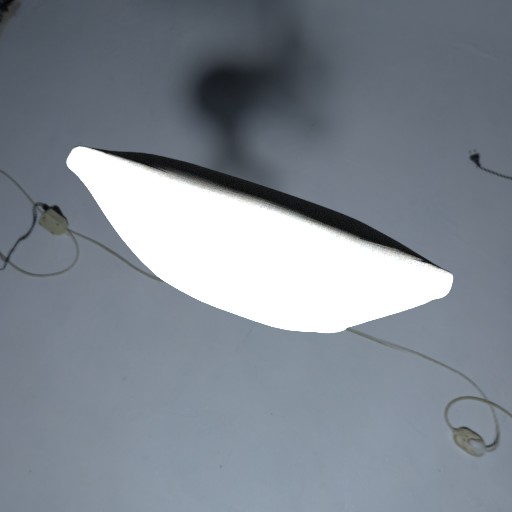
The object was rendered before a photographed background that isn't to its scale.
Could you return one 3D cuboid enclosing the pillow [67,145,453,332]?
[{"bbox_3d":[0.000,0.000,0.775,0.496,0.491,0.219,19,77,5],"label":"pillow"}]
